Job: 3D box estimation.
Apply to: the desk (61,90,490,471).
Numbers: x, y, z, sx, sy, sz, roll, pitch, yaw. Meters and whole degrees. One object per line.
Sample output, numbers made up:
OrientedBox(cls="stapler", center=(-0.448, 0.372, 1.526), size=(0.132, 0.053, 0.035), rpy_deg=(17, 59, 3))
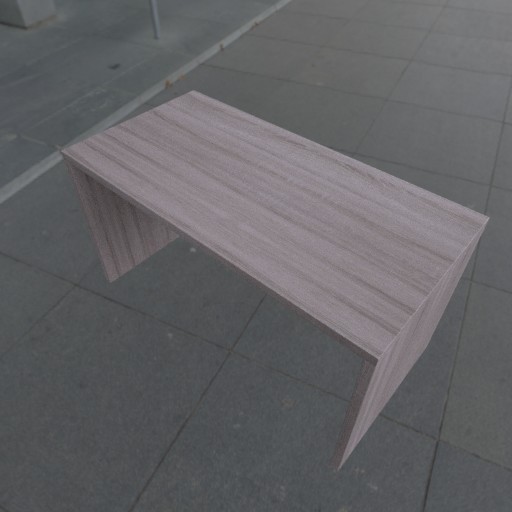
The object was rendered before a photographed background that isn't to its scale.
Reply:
OrientedBox(cls="desk", center=(0.000, 0.000, 1.817), size=(1.380, 0.745, 0.690), rpy_deg=(32, 53, 28))
